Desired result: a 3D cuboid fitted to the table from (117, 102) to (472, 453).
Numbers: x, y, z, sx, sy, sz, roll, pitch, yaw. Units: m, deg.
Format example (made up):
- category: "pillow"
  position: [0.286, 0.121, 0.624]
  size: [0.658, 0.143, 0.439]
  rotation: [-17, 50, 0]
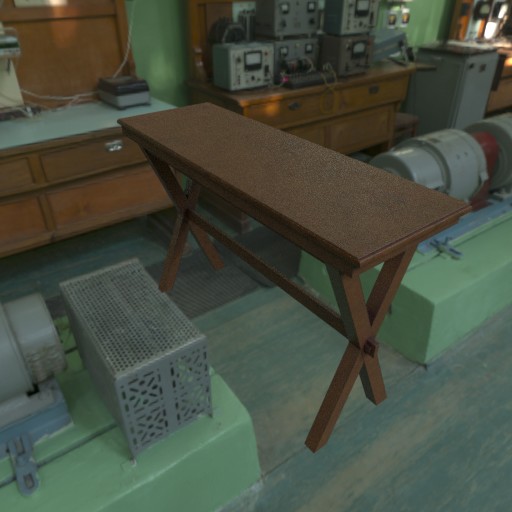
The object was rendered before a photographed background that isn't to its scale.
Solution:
- category: "table"
  position: [0.000, 0.000, 1.569]
  size: [0.399, 0.763, 1.197]
  rotation: [-23, 40, -30]
